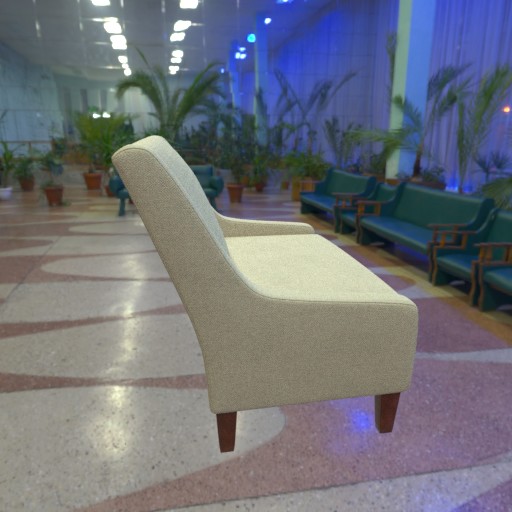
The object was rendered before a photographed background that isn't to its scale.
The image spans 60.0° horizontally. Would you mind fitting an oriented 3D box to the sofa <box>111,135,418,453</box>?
[{"bbox_3d":[0.000,0.000,1.881,0.946,0.976,1.212,-3,17,-9],"label":"sofa"}]
